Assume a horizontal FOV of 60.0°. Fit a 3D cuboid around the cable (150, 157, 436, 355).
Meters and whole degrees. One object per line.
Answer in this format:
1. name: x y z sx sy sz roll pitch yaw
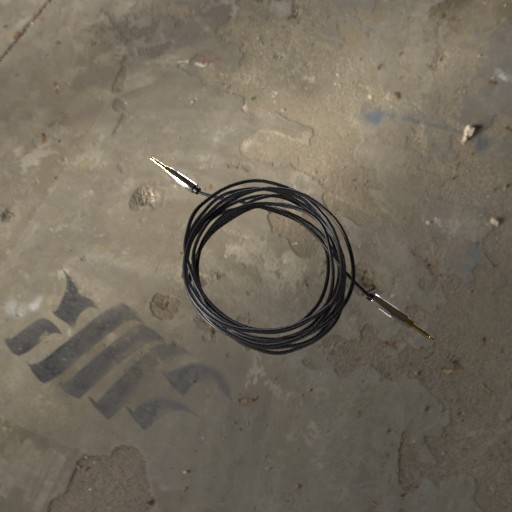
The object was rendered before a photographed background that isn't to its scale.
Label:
1. cable: 0.000 0.000 0.516 0.432 0.069 0.198 36 69 16
